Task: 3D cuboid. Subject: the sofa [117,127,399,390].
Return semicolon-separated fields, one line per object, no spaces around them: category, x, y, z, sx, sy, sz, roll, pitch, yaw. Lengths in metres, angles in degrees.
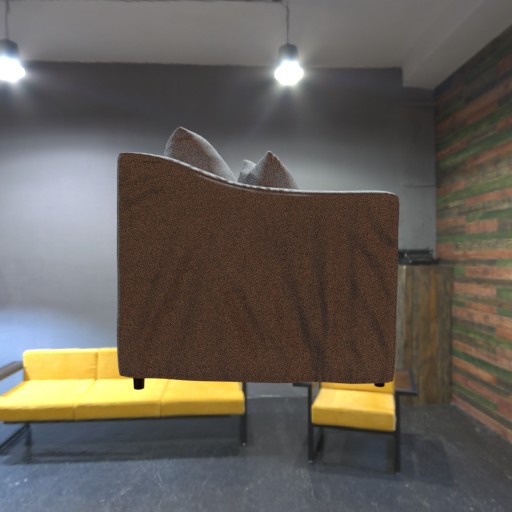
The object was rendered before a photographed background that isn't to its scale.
sofa;0.000;0.000;2.597;1.072;1.018;2.010;0;0;-1
